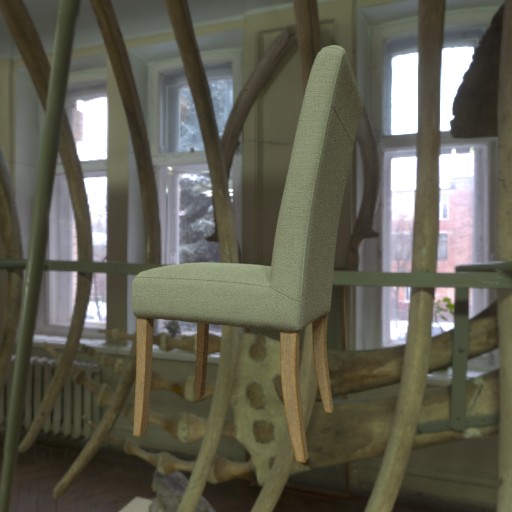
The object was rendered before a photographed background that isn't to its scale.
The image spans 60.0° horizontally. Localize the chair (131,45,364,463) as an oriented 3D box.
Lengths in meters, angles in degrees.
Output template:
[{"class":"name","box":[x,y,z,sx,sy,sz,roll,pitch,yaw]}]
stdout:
[{"class":"chair","box":[0.000,0.000,1.364,0.611,1.033,0.450,0,0,20]}]
